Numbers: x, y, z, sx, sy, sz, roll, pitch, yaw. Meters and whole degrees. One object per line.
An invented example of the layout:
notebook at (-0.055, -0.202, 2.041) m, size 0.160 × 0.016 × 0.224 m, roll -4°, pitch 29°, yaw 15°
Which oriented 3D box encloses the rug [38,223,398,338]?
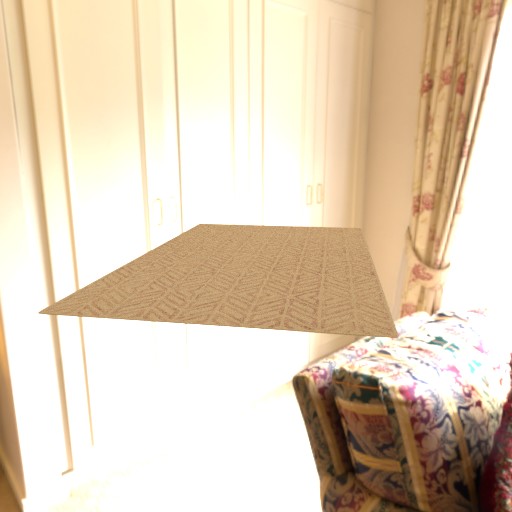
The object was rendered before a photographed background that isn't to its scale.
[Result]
rug at (0.000, 0.000, 2.972) m, size 1.523 × 0.008 × 2.438 m, roll 2°, pitch 14°, yaw 10°
